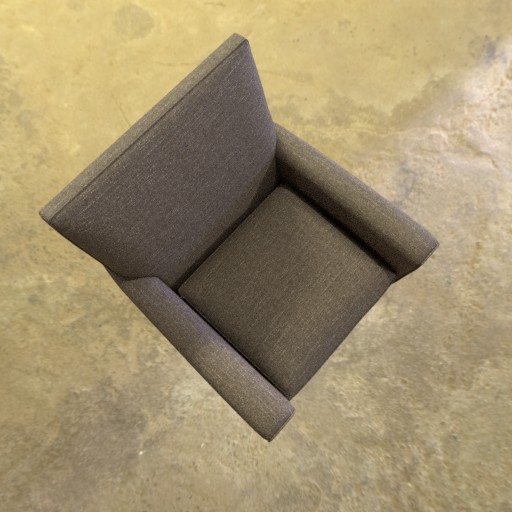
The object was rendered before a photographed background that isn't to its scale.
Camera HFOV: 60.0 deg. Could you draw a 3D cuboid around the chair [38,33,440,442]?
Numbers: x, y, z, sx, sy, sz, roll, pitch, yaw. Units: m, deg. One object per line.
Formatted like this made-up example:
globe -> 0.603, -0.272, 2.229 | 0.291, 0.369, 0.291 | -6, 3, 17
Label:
chair -> 0.000, 0.000, 1.581 | 0.875, 0.885, 0.838 | 42, 80, 9
